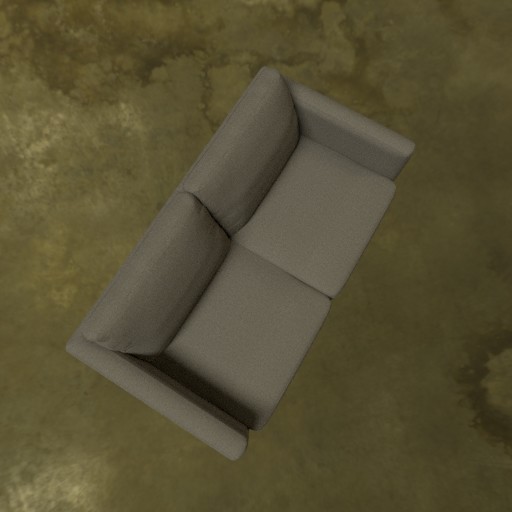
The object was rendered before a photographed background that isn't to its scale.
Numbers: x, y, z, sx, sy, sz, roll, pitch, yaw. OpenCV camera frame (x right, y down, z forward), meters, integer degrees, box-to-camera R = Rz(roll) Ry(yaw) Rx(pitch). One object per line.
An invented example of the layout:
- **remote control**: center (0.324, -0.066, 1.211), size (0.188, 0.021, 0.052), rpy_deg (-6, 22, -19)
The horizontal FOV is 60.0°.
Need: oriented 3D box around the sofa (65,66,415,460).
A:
- **sofa**: center (0.000, 0.000, 2.279), size (0.940, 0.866, 1.713), rpy_deg (30, 77, 8)
